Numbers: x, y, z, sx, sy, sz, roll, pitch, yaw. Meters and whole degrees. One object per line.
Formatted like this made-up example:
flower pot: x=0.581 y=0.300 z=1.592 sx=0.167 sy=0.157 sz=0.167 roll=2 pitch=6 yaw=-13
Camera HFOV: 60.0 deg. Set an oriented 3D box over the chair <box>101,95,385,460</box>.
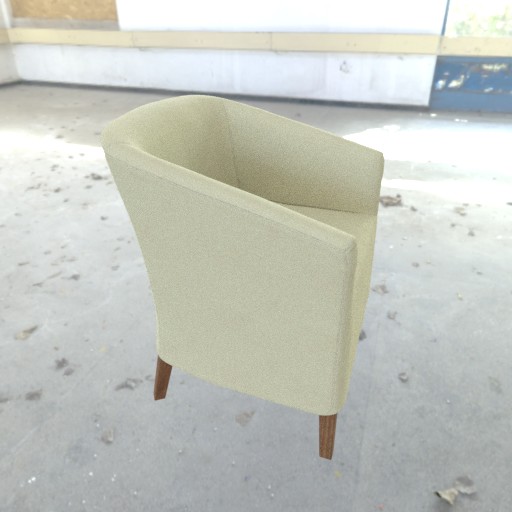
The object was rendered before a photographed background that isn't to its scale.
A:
chair: x=0.000 y=0.000 z=1.309 sx=0.657 sy=0.822 sz=0.643 roll=10 pitch=32 yaw=16
